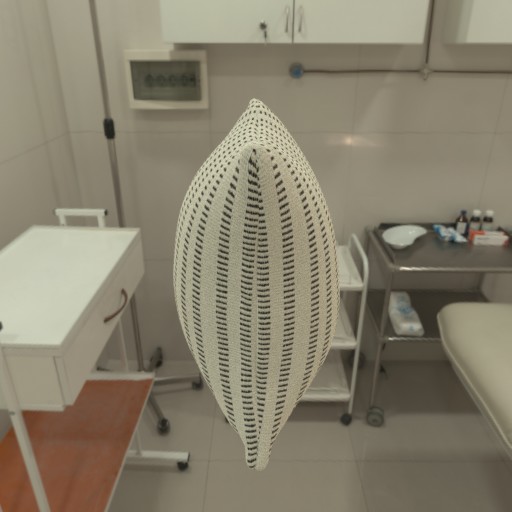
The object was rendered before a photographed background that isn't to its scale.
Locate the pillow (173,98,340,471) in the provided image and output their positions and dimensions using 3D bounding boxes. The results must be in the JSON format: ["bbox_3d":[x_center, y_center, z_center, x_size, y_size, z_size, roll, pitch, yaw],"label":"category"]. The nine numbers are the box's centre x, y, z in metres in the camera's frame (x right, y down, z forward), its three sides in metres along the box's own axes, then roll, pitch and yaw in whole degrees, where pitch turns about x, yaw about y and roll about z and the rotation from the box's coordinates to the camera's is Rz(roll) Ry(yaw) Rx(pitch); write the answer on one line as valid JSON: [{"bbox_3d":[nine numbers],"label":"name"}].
[{"bbox_3d":[0.000,0.000,0.680,0.247,0.419,0.438,0,25,0],"label":"pillow"}]
